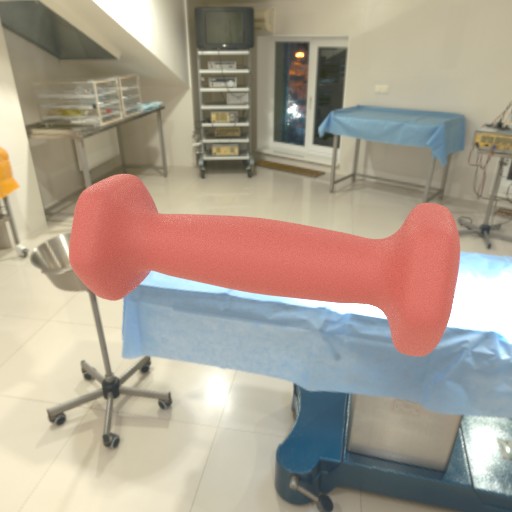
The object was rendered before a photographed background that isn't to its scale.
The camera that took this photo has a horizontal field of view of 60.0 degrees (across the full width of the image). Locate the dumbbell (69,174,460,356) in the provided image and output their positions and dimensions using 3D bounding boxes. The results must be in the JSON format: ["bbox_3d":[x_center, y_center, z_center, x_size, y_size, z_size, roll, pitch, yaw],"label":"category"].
[{"bbox_3d":[0.000,0.000,0.149,0.123,0.043,0.047,8,28,15],"label":"dumbbell"}]
